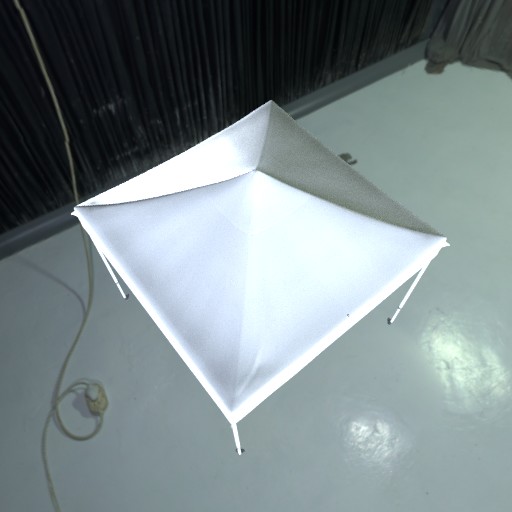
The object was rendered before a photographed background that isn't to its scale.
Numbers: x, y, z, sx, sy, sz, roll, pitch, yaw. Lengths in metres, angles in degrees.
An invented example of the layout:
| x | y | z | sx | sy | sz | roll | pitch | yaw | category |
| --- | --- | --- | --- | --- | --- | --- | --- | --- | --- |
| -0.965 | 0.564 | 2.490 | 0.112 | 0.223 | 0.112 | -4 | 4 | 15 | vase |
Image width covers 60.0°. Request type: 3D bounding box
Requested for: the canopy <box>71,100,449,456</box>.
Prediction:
| x | y | z | sx | sy | sz | roll | pitch | yaw | category |
| --- | --- | --- | --- | --- | --- | --- | --- | --- | --- |
| 0.000 | 0.000 | 5.404 | 2.994 | 2.998 | 2.996 | -35 | 64 | -20 | canopy |
